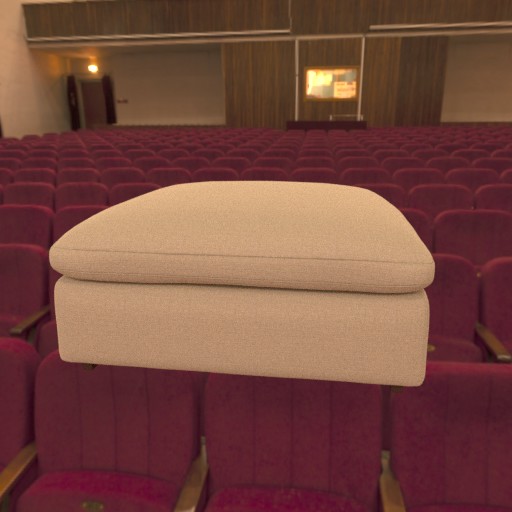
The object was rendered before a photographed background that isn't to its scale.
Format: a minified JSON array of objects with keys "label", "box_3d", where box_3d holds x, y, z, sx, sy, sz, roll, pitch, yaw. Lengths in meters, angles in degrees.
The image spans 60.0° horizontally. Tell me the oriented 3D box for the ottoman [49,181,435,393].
[{"label":"ottoman","box_3d":[0.000,0.000,1.532,0.977,0.467,0.996,2,16,7]}]
